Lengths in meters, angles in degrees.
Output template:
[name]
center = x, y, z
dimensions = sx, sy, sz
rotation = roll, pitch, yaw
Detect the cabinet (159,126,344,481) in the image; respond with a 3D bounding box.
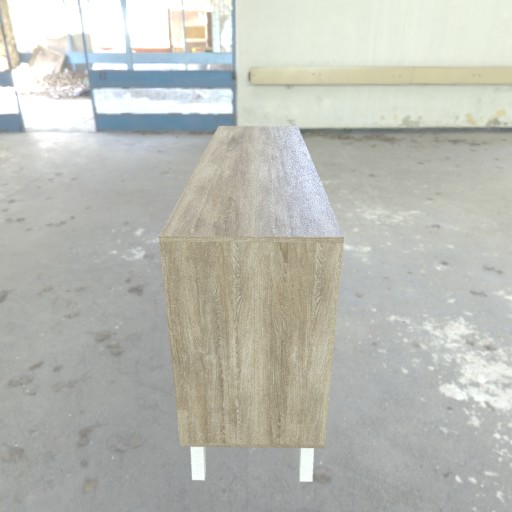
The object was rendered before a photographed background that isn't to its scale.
[cabinet]
center = 0.000, 0.000, 1.983
dimensions = 0.450, 0.870, 1.600
rotation = 0, 26, 1
